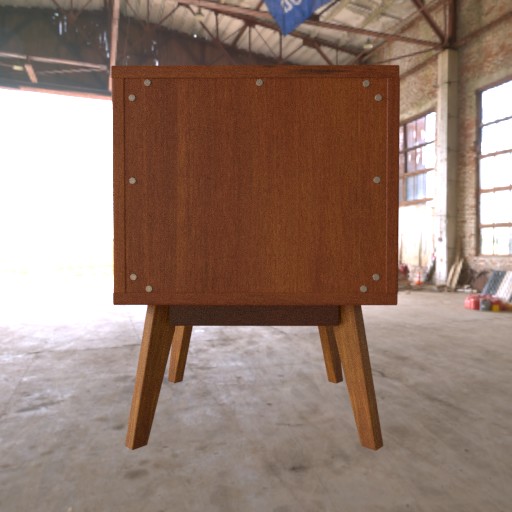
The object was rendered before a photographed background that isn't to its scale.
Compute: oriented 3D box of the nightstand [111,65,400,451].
[{"bbox_3d":[0.000,0.000,0.912,0.460,0.618,0.411,0,1,0],"label":"nightstand"}]
